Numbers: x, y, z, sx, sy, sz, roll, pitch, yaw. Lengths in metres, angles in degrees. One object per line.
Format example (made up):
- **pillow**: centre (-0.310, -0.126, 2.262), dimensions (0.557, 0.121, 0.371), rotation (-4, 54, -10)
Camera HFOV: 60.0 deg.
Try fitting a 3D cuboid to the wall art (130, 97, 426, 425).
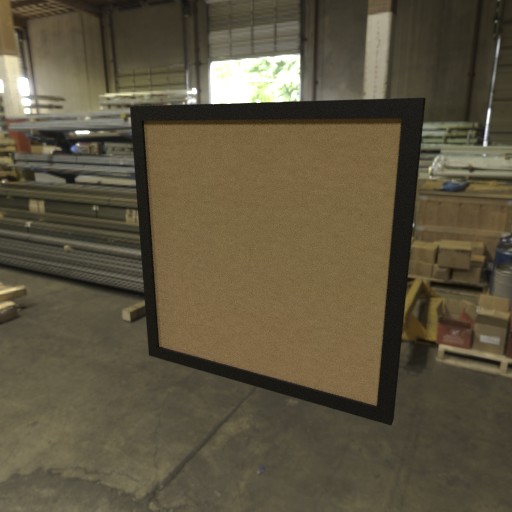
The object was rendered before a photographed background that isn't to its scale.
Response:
- **wall art**: centre (0.000, 0.000, 0.543), dimensions (0.356, 0.356, 0.013), rotation (8, 18, 26)
